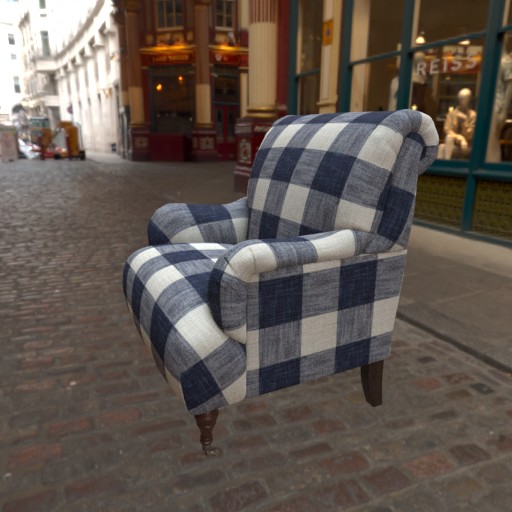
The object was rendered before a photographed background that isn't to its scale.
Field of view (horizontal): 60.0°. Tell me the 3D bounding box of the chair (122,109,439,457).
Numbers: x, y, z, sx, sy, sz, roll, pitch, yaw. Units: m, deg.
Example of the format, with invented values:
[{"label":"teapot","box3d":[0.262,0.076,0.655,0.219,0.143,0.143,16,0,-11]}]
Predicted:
[{"label":"chair","box3d":[0.000,0.000,1.535,0.848,0.953,0.781,-8,18,-25]}]
